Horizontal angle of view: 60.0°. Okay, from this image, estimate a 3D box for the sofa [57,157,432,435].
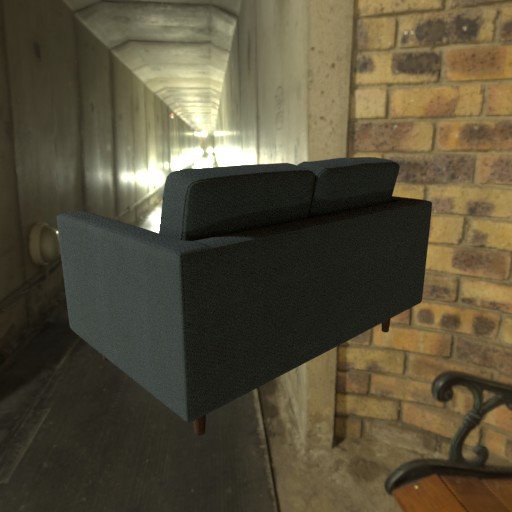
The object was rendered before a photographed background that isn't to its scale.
[{"bbox_3d":[0.000,0.000,2.152,1.518,0.930,0.999,-14,21,-41],"label":"sofa"}]
